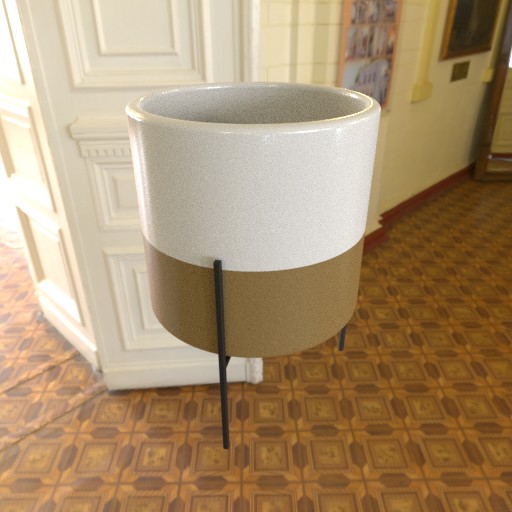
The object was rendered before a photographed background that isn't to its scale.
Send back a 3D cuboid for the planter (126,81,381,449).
[{"bbox_3d":[0.000,0.000,0.637,0.310,0.432,0.310,-1,29,-1],"label":"planter"}]
